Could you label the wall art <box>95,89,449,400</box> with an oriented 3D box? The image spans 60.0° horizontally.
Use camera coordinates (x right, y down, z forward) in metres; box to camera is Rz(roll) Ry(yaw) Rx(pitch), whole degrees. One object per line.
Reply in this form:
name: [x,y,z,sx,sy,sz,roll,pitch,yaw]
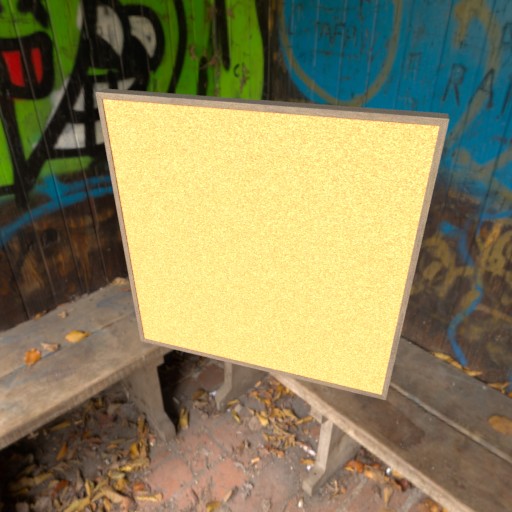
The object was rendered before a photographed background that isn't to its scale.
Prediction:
wall art: [0.000,0.000,1.127,0.758,0.758,0.039,10,33,15]
